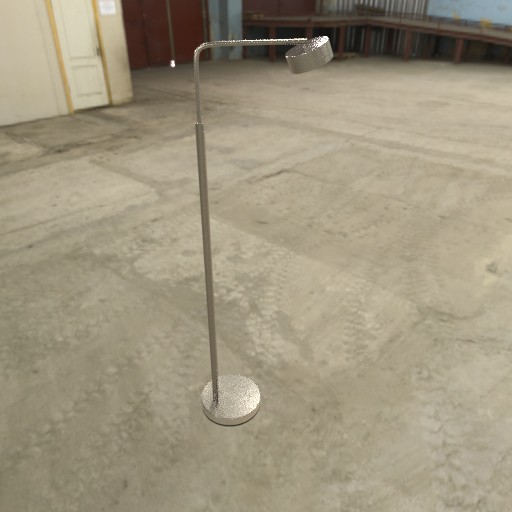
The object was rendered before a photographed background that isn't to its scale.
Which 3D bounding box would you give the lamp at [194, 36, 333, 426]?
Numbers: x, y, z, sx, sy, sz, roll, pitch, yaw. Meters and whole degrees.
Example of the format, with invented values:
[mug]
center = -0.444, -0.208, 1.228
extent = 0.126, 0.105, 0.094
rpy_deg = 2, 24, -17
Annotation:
[lamp]
center = 0.000, 0.000, 1.413
extent = 0.421, 1.250, 0.222
rpy_deg = -9, 31, -16
